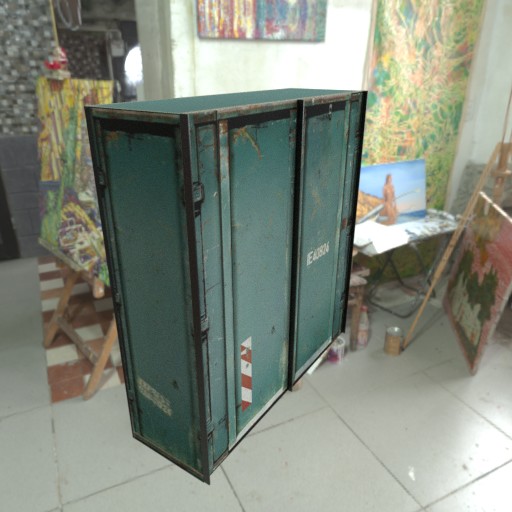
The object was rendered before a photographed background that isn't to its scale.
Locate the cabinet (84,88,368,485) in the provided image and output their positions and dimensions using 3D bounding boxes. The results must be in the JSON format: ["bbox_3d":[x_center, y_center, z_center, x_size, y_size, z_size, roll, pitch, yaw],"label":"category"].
[{"bbox_3d":[0.000,0.000,3.186,0.680,2.160,2.000,15,28,31],"label":"cabinet"}]
